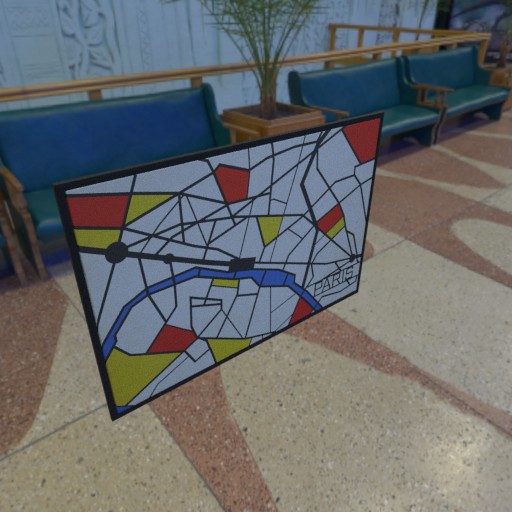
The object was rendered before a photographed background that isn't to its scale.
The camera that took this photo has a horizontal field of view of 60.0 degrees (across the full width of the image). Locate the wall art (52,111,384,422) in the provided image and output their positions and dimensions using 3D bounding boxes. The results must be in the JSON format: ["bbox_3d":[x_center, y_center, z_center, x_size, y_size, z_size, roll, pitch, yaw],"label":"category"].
[{"bbox_3d":[0.000,0.000,1.255,0.963,0.665,0.013,-21,37,-31],"label":"wall art"}]
